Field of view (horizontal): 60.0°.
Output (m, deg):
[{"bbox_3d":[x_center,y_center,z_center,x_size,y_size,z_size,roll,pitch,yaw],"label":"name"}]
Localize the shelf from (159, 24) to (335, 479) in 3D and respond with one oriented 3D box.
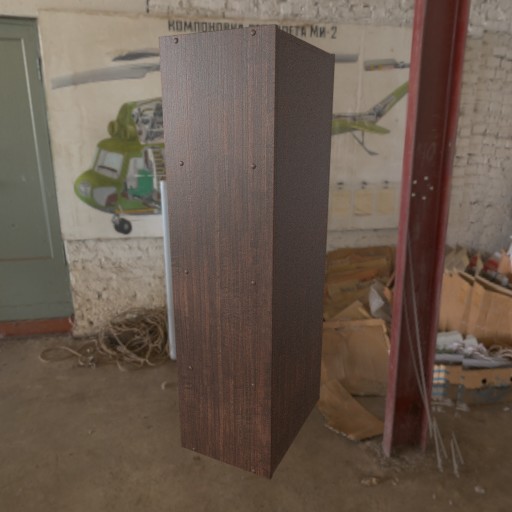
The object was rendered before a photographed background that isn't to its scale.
[{"bbox_3d":[0.000,0.000,1.269,0.290,1.099,0.415,8,18,25],"label":"shelf"}]
